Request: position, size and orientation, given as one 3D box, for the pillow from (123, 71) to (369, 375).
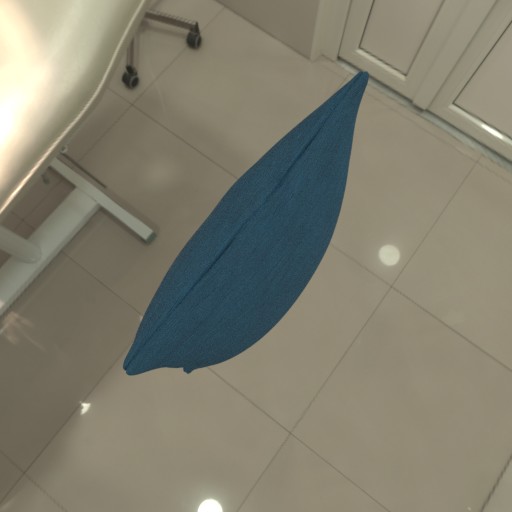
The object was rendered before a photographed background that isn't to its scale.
[{"bbox_3d":[0.000,0.000,0.681,0.177,0.420,0.437,36,78,9],"label":"pillow"}]
